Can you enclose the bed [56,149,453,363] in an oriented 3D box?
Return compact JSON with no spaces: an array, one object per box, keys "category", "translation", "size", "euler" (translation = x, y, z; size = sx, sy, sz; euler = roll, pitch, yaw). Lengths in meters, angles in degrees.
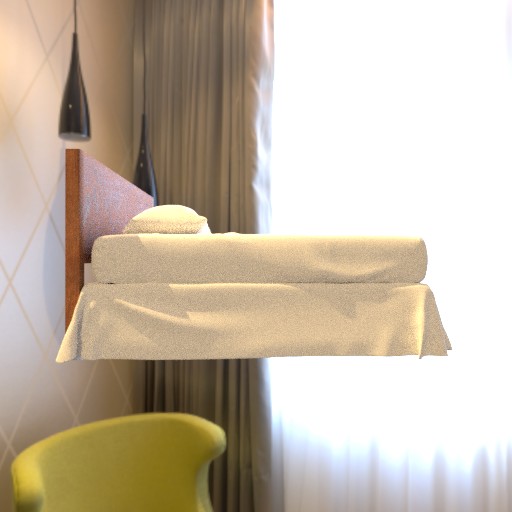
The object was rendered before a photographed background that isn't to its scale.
[{"category":"bed","translation":[0.000,0.000,3.438],"size":[2.165,1.158,2.255],"euler":[0,0,-2]}]
